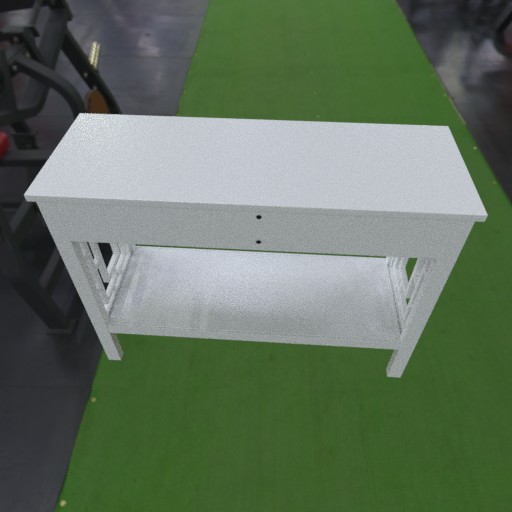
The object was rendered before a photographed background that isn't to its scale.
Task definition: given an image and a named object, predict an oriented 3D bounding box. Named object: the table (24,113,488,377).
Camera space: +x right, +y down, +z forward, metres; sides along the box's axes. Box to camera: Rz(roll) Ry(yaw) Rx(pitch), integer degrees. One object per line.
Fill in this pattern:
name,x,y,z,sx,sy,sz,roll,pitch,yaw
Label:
table,0.000,0.000,1.425,1.068,0.753,0.397,3,46,3
